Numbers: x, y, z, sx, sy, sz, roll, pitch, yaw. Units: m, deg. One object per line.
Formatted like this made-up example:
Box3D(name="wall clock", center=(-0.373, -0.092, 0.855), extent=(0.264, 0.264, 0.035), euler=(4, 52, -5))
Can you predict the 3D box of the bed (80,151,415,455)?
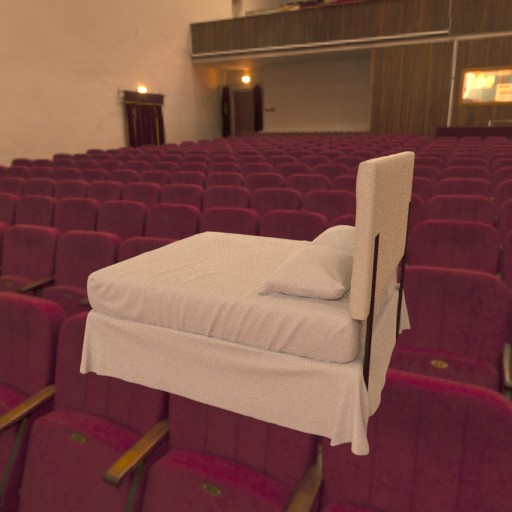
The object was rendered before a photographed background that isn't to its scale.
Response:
Box3D(name="bed", center=(0.000, 0.000, 3.466), extent=(2.222, 1.577, 1.936), euler=(7, 17, 24))
